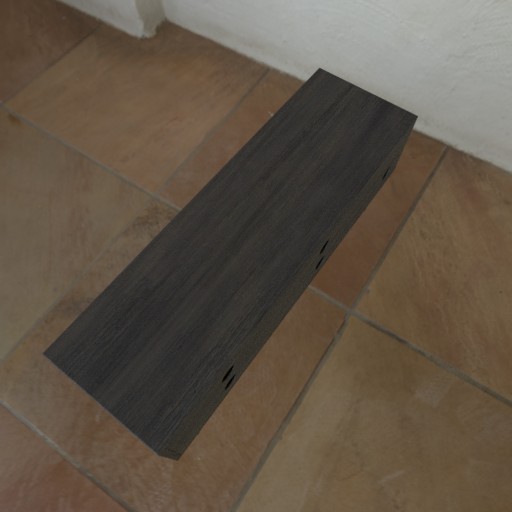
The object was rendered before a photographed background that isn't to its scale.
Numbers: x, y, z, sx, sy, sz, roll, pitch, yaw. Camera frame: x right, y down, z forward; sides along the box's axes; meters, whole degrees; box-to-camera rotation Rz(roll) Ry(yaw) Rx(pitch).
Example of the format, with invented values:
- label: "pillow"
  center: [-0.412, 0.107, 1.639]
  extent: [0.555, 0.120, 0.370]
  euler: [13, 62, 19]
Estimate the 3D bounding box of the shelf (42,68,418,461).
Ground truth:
- label: "shelf"
  center: [0.000, 0.000, 1.528]
  extent: [0.400, 0.495, 1.300]
  euler: [33, 68, 16]
